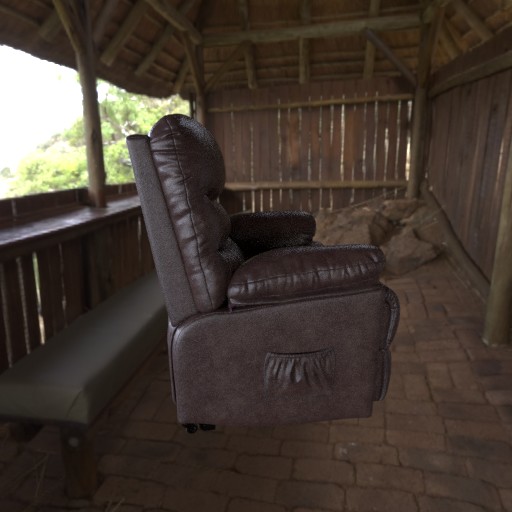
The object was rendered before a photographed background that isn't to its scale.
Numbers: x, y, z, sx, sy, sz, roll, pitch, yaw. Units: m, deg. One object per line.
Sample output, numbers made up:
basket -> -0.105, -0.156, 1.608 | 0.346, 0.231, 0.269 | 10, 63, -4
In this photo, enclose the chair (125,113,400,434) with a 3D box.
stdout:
chair -> 0.000, 0.000, 1.744 | 0.879, 1.041, 0.940 | -3, 15, -11
